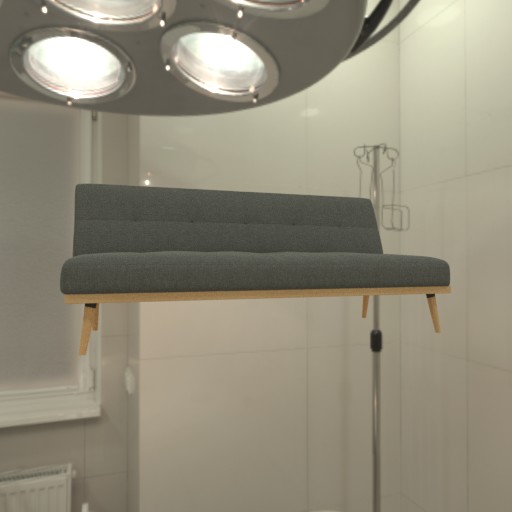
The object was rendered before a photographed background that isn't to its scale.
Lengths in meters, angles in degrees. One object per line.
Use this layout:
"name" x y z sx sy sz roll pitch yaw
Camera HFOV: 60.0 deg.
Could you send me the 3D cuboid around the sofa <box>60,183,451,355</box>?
"sofa" 0.000 0.000 2.314 1.820 0.770 0.820 0 -1 -19
